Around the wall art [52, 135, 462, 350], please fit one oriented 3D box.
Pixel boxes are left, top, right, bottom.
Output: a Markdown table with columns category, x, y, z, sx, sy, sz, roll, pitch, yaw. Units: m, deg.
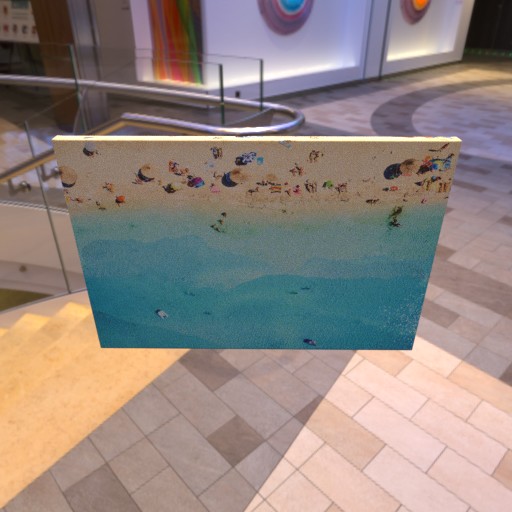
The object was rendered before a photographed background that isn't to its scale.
| category | x | y | z | sx | sy | sz | roll | pitch | yaw |
| --- | --- | --- | --- | --- | --- | --- | --- | --- | --- |
| wall art | 0.000 | 0.000 | 1.437 | 1.136 | 0.769 | 0.040 | 0 | 31 | 1 |
